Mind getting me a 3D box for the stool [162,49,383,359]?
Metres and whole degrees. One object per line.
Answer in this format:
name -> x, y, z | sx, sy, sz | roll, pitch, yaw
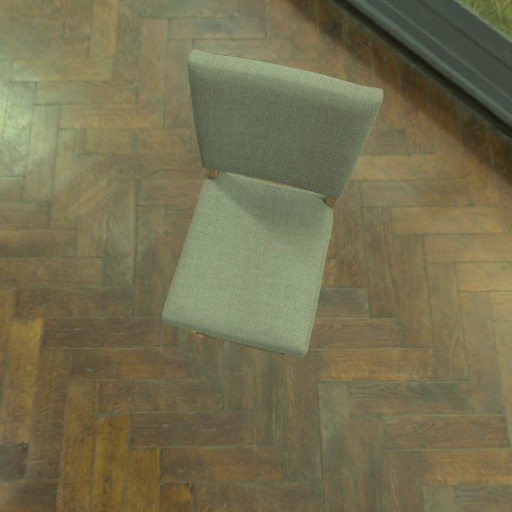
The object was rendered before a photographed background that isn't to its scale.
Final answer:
stool -> 0.000, 0.000, 1.477 | 0.445, 1.203, 0.585 | 13, 76, 3
